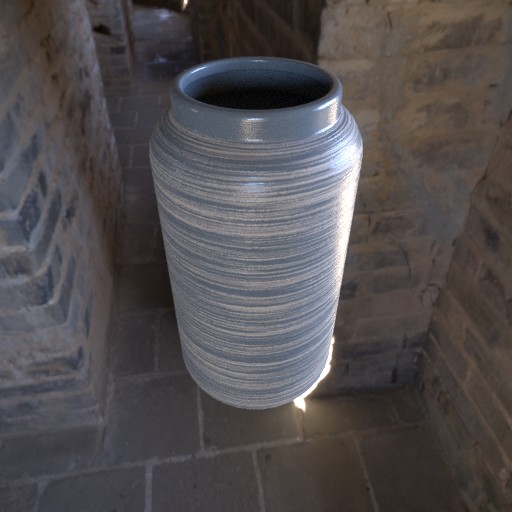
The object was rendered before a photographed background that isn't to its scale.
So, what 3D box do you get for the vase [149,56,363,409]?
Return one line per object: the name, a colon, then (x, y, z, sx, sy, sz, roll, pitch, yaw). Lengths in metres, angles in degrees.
vase: (0.000, 0.000, 0.296, 0.116, 0.230, 0.116, 0, 40, 0)
